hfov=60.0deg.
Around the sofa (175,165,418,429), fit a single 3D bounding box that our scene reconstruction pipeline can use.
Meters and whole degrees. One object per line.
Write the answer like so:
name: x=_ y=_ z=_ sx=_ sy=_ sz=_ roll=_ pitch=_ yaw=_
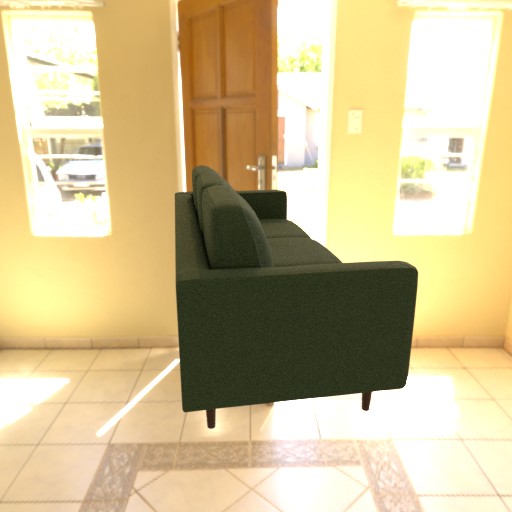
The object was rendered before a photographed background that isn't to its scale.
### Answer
sofa: x=0.000 y=0.000 z=2.500 sx=0.879 sy=0.899 sz=2.029 roll=-3 pitch=17 yaw=-10
